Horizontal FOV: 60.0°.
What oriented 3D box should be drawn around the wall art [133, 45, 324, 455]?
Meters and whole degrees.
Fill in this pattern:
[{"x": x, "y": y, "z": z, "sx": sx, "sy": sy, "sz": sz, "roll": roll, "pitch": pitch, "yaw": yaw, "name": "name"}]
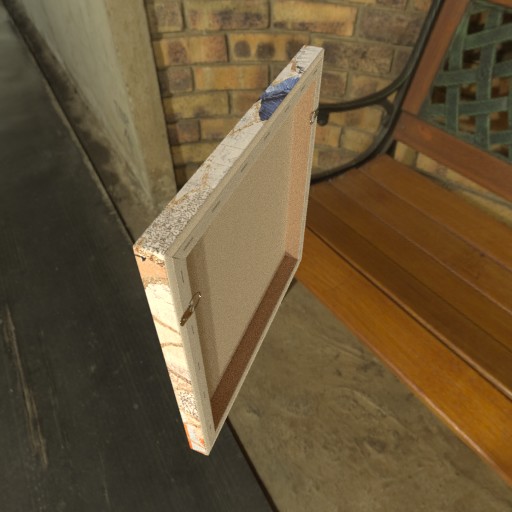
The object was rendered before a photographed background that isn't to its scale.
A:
[{"x": 0.000, "y": 0.000, "z": 0.749, "sx": 0.038, "sy": 0.508, "sz": 0.507, "roll": 17, "pitch": 49, "yaw": 15, "name": "wall art"}]
